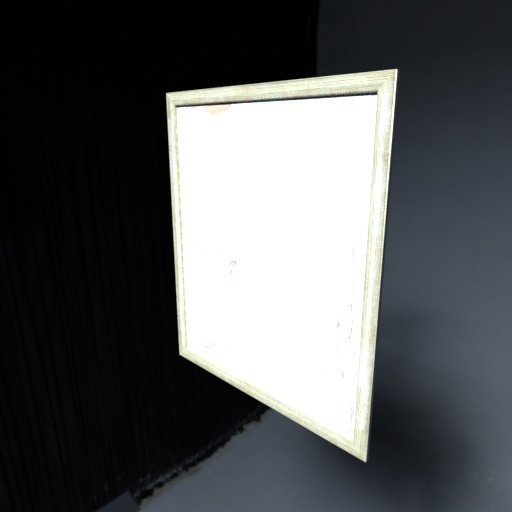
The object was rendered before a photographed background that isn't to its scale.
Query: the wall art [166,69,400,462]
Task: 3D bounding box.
[{"bbox_3d":[0.000,0.000,0.769,0.009,0.559,0.483,-15,22,-43],"label":"wall art"}]
